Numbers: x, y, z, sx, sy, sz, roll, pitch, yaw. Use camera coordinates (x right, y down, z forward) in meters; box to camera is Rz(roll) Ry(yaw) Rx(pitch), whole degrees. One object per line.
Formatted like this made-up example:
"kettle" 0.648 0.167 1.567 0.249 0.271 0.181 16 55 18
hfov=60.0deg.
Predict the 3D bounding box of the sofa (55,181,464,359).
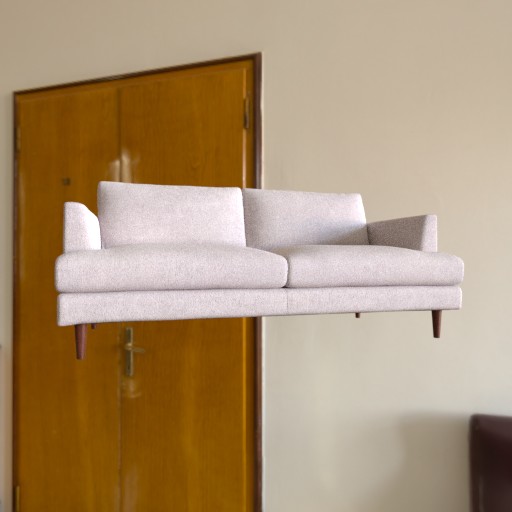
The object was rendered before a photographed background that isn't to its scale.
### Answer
"sofa" 0.000 0.000 2.486 1.948 0.868 1.020 0 0 -16
